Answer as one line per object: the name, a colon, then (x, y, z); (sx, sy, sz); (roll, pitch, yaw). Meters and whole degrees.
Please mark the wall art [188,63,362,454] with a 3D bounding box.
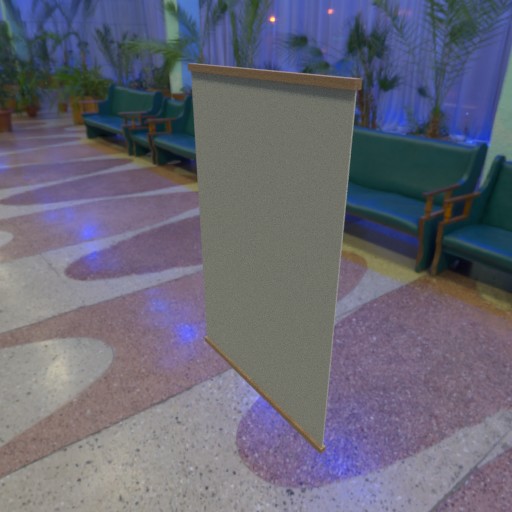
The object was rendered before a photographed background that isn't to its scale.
wall art: (0.000, 0.000, 1.955); (0.030, 1.519, 0.990); (-18, 32, -32)
